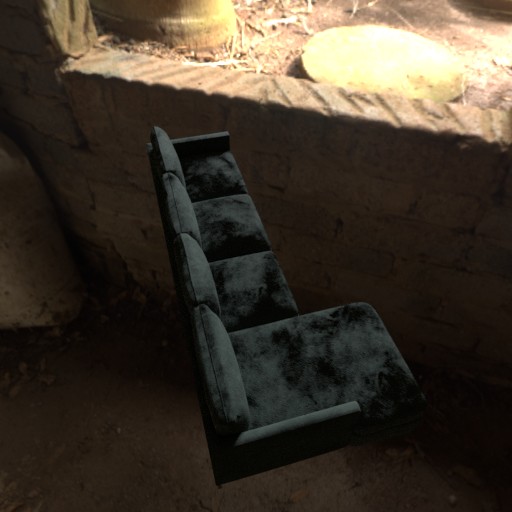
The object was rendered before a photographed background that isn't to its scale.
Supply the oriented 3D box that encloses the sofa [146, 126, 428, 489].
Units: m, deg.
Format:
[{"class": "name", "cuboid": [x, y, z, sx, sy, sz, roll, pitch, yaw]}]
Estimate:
[{"class": "sofa", "cuboid": [0.000, 0.000, 3.964, 1.500, 0.967, 3.400, -12, 48, -11]}]
